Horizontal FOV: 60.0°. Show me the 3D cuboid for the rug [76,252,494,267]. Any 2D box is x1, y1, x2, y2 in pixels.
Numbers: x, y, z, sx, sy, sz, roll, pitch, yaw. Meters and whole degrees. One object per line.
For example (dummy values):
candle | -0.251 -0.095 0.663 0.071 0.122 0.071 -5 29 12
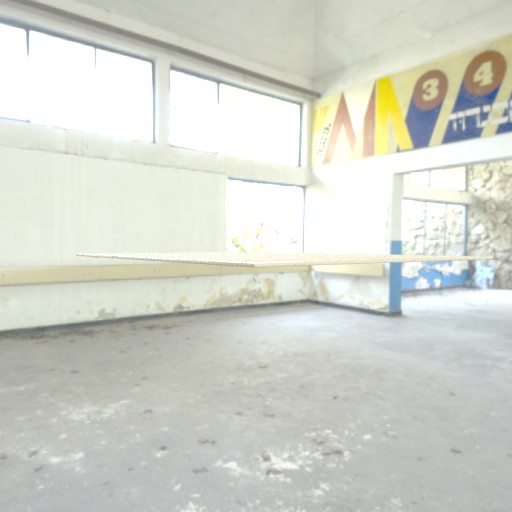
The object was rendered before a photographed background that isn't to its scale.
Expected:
rug | 0.000 0.000 4.711 2.734 0.037 3.659 -1 2 -36
